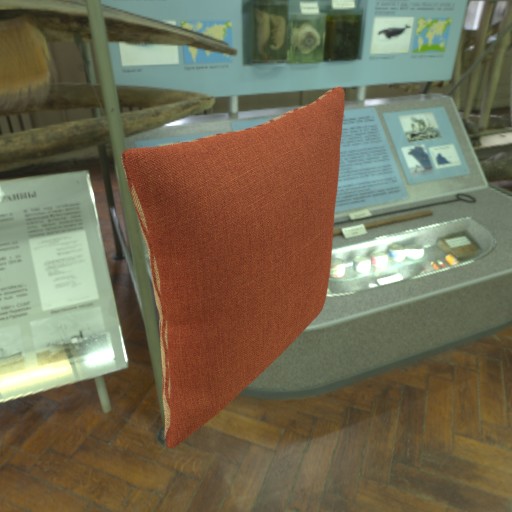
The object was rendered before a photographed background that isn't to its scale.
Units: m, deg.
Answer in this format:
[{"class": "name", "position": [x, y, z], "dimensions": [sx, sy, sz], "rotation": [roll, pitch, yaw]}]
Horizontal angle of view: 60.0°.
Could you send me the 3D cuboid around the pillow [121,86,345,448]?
[{"class": "pillow", "position": [0.000, 0.000, 0.668], "dimensions": [0.159, 0.434, 0.429], "rotation": [21, 37, 30]}]
